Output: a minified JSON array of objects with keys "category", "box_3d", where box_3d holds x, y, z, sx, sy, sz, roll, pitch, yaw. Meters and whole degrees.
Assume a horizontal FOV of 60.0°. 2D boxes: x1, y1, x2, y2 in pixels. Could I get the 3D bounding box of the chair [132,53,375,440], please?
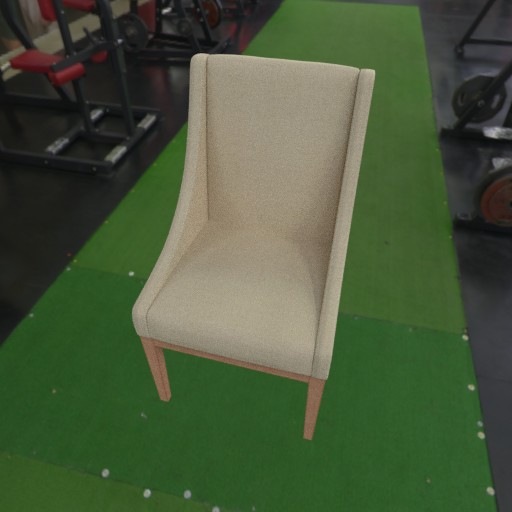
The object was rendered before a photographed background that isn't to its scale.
[{"category":"chair","box_3d":[0.000,0.000,1.400,0.575,1.021,0.611,11,43,12]}]
